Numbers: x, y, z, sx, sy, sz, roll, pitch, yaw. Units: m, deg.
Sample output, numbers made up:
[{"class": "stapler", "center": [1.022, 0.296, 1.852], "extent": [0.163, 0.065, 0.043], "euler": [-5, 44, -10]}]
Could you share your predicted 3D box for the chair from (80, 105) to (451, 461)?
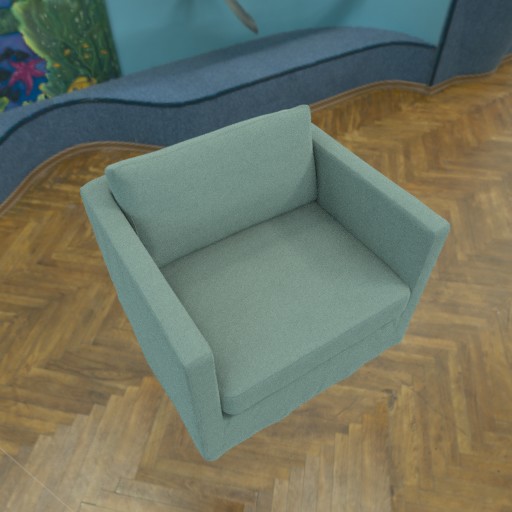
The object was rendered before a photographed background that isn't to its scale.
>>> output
[{"class": "chair", "center": [0.000, 0.000, 1.790], "extent": [1.057, 0.863, 0.949], "euler": [-25, 52, -22]}]
